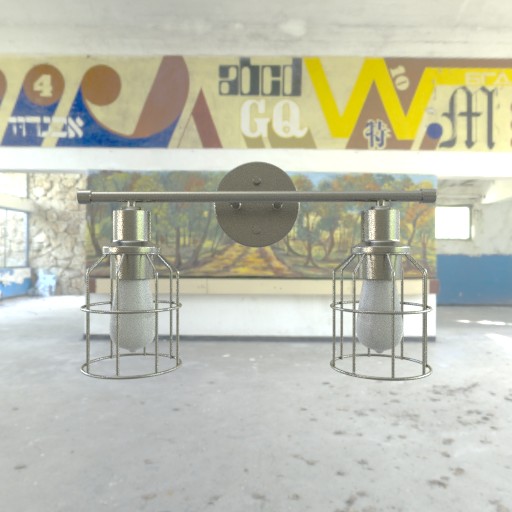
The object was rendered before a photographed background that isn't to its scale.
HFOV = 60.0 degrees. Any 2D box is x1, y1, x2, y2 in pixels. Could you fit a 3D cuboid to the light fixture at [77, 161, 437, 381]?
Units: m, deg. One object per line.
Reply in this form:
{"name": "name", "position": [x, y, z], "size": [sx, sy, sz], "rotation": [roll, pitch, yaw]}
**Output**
{"name": "light fixture", "position": [0.000, 0.000, 0.535], "size": [0.406, 0.254, 0.165], "rotation": [0, 0, 1]}
